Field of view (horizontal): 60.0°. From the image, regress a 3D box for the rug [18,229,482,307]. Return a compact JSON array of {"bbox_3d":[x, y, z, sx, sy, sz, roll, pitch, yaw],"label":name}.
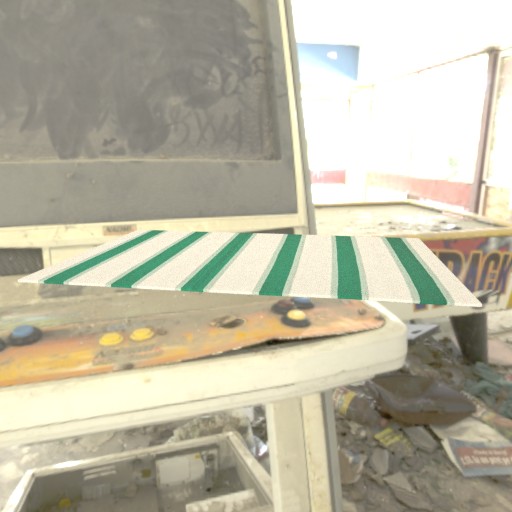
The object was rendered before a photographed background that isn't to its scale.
[{"bbox_3d":[0.000,0.000,2.294,1.829,0.012,1.210,2,14,9],"label":"rug"}]
